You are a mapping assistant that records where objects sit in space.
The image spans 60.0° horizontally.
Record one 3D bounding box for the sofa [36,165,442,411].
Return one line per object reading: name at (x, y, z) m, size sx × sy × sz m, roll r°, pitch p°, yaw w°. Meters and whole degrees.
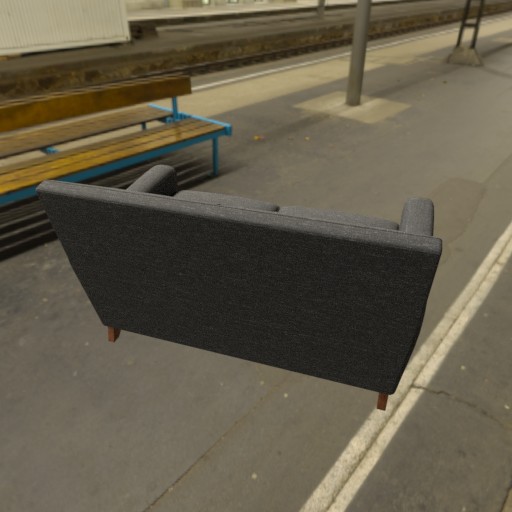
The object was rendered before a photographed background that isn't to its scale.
sofa at (0.000, 0.000, 1.940) m, size 1.420 × 0.846 × 0.875 m, roll 10°, pitch 34°, yaw 15°
